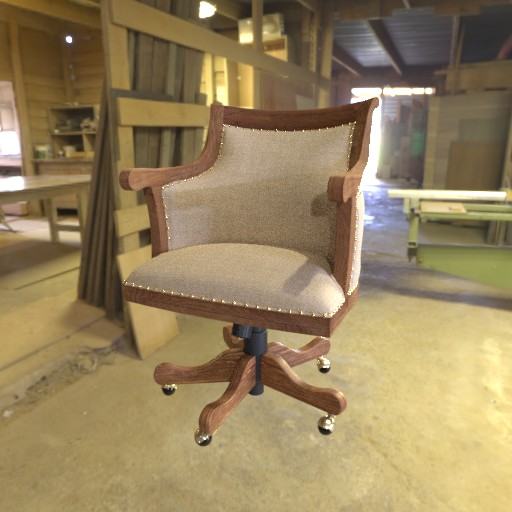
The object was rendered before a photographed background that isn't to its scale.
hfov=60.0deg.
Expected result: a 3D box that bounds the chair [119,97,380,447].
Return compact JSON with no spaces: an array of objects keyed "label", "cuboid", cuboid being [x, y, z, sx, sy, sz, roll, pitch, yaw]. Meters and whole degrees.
[{"label":"chair","cuboid":[0.000,0.000,1.393,0.656,0.965,0.689,7,16,24]}]
